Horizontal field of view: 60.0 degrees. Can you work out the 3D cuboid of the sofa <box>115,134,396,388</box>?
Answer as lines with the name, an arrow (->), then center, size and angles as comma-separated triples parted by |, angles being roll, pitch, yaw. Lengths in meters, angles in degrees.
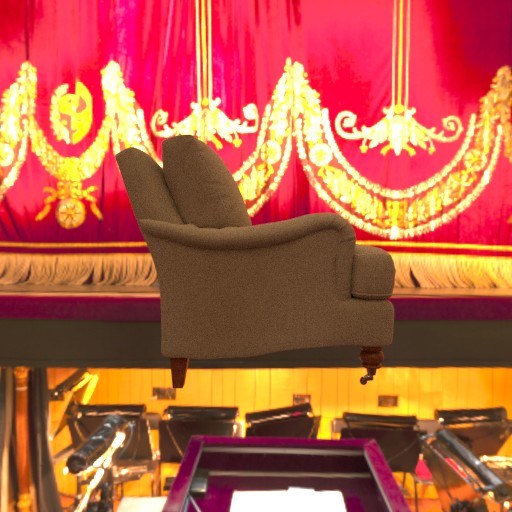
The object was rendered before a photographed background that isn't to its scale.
sofa -> 0.000, 0.000, 2.666 | 1.091, 0.997, 2.070 | 0, 1, -1
